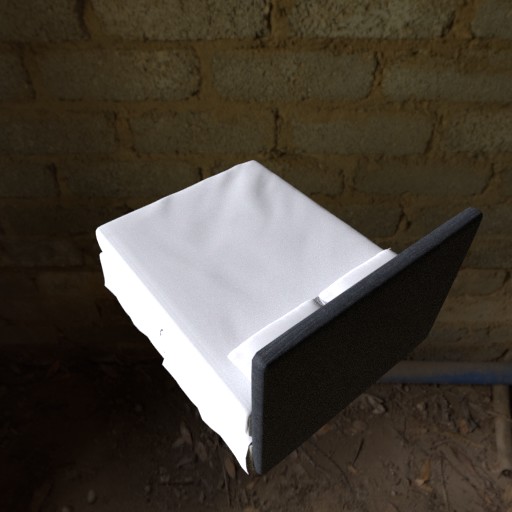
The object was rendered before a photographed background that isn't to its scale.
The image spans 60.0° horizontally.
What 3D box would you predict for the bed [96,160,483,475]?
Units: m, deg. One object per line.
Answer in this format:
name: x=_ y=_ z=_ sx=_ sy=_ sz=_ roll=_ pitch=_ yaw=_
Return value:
bed: x=0.000 y=0.000 z=3.208 sx=1.723 sy=1.330 sz=2.142 roll=-29 pitch=52 yaw=-26
